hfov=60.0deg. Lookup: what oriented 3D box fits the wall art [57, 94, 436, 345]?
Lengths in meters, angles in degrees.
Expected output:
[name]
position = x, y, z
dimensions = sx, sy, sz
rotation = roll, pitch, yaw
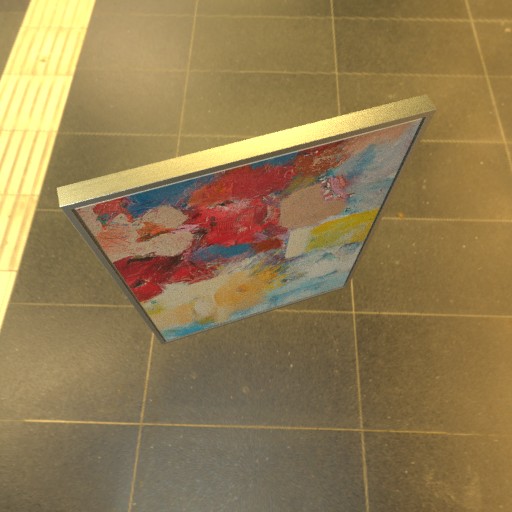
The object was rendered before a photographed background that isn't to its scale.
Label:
[wall art]
position = 0.000, 0.000, 0.759
dimensions = 0.444, 0.569, 0.025
rotation = -16, 65, -8
